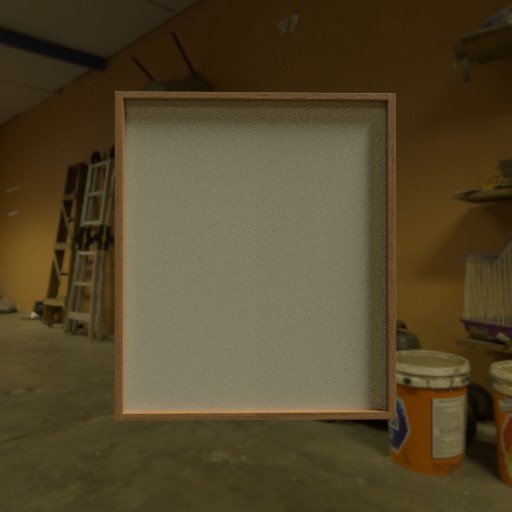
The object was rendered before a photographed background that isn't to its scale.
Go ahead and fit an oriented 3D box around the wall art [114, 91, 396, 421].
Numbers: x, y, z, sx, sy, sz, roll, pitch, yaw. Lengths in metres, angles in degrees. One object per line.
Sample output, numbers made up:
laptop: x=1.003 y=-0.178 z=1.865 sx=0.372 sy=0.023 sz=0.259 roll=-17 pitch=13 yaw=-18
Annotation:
wall art: x=0.000 y=0.000 z=0.970 sx=0.609 sy=0.710 sz=0.021 roll=0 pitch=0 yaw=-1
